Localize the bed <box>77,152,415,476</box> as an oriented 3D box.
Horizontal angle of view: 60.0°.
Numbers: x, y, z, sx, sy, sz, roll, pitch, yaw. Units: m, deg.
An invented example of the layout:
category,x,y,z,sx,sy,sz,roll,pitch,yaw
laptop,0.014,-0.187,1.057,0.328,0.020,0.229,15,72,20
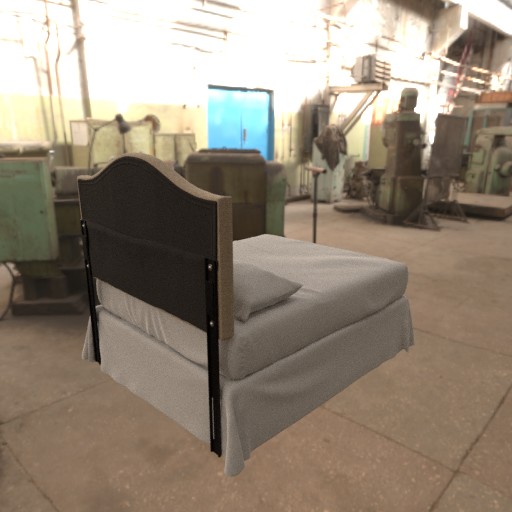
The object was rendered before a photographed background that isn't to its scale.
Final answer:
category,x,y,z,sx,sy,sz,roll,pitch,yaw
bed,0.000,0.000,3.491,2.221,1.645,1.876,-15,21,-43
